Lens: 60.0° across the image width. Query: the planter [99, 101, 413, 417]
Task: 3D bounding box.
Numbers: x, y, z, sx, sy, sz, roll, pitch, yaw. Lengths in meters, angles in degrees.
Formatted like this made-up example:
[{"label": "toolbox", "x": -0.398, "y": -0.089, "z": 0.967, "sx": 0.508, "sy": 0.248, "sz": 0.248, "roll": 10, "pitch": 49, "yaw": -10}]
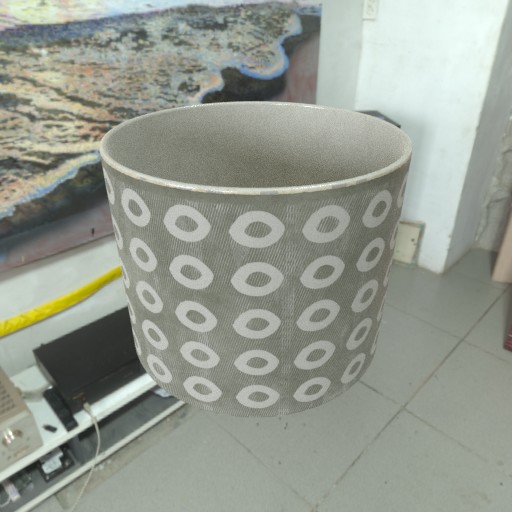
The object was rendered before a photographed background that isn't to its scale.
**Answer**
[{"label": "planter", "x": 0.000, "y": 0.000, "z": 0.429, "sx": 0.250, "sy": 0.239, "sz": 0.250, "roll": 0, "pitch": 31, "yaw": 0}]
